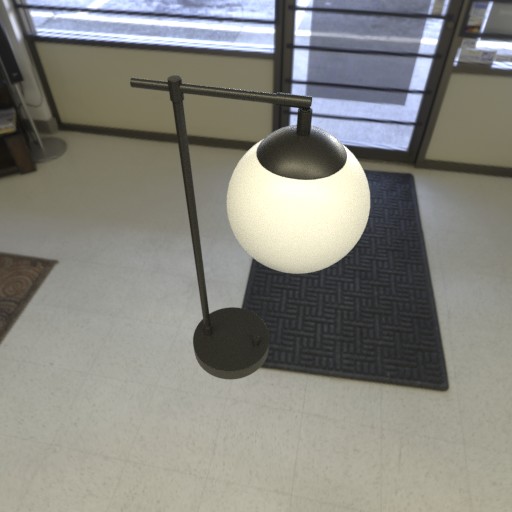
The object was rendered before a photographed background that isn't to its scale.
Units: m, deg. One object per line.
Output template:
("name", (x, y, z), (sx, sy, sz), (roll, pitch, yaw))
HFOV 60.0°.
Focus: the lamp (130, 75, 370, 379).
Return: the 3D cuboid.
("lamp", (0.000, 0.000, 0.714), (0.316, 0.559, 0.197), (10, 46, 10))
